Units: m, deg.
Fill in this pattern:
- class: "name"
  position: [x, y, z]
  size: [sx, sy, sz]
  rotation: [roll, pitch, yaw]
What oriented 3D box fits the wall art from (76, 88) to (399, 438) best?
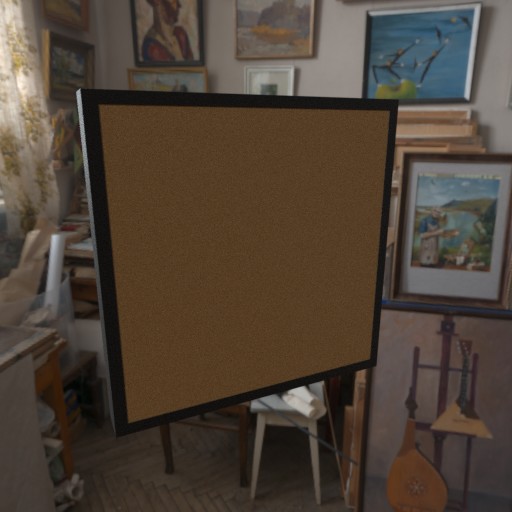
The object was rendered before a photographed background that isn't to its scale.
- class: "wall art"
  position: [0.000, 0.000, 0.446]
  size: [0.304, 0.304, 0.038]
  rotation: [-7, 18, -24]
